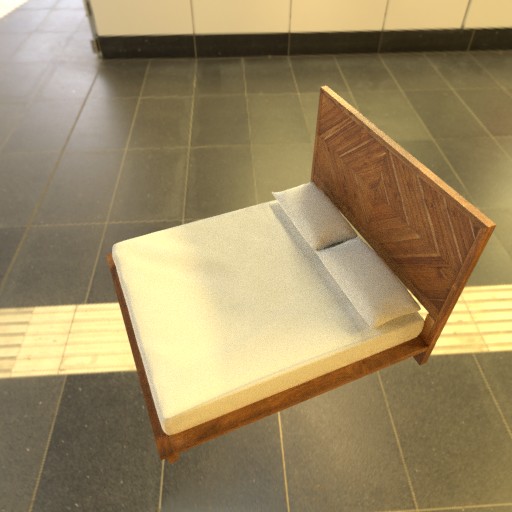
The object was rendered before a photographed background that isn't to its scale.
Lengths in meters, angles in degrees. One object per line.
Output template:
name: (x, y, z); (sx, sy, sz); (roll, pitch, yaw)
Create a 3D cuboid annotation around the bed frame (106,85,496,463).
bed frame: (0.000, 0.000, 3.523); (2.235, 1.537, 2.038); (-17, 48, -16)
